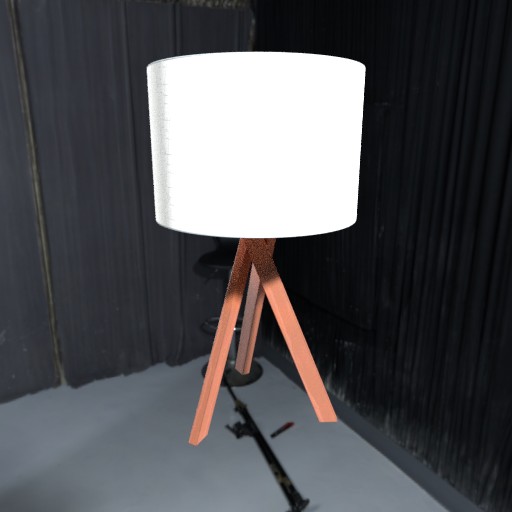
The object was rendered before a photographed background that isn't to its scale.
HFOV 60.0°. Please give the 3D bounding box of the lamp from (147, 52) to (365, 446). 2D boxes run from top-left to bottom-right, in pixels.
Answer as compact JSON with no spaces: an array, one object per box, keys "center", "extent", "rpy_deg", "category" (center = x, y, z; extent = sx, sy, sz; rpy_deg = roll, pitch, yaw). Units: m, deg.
[{"center":[0.000,0.000,0.883],"extent":[0.380,0.686,0.380],"rpy_deg":[-8,17,-28],"category":"lamp"}]
